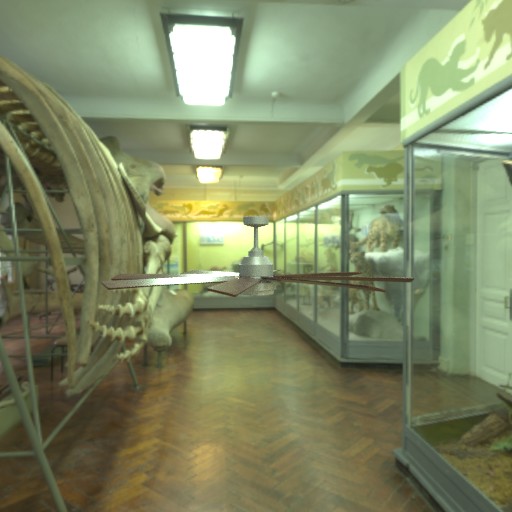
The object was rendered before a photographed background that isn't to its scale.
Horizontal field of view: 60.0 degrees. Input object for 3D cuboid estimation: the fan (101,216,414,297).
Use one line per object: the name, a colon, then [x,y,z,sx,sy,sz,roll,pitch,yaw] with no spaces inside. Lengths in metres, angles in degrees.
fan: [0.000,0.000,2.698,1.830,0.472,1.830,-1,1,-36]
